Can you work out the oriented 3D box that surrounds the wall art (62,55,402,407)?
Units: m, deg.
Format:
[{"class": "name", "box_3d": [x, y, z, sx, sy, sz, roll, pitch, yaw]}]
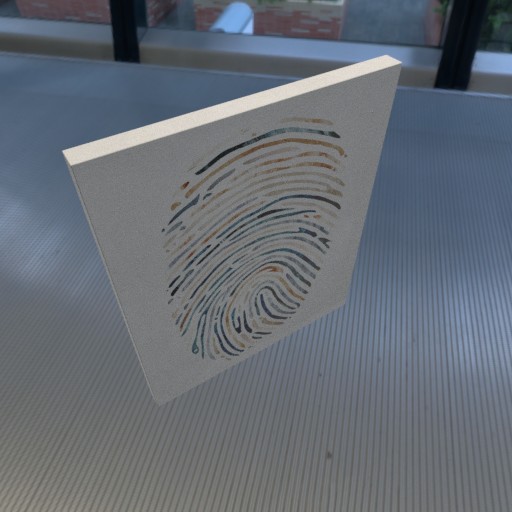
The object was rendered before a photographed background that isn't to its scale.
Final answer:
[{"class": "wall art", "box_3d": [0.000, 0.000, 0.814, 0.508, 0.606, 0.037, -25, 51, -22]}]
